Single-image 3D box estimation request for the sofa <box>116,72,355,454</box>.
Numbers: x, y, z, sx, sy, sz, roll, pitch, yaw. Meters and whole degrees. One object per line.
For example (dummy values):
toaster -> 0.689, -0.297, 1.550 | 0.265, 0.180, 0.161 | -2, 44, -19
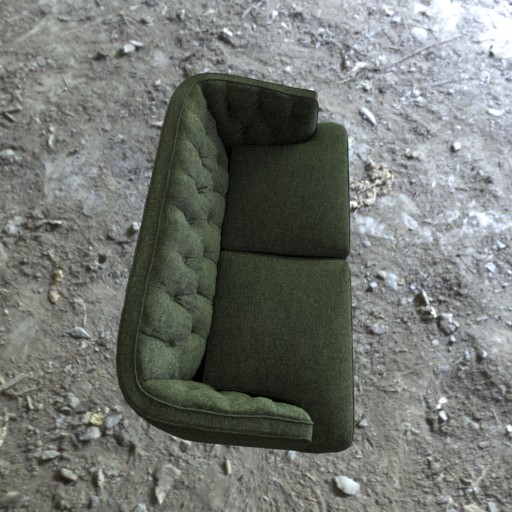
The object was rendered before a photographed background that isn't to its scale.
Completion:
sofa -> 0.000, 0.000, 2.197 | 0.941, 0.855, 1.733 | 4, 64, 2
